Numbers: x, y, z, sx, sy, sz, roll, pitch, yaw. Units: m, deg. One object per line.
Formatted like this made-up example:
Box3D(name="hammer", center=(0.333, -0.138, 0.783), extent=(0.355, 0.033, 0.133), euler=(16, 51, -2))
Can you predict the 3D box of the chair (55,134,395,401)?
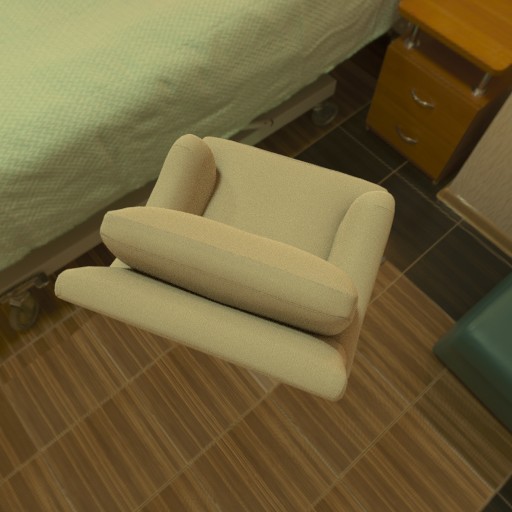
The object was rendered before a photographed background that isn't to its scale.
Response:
Box3D(name="chair", center=(0.000, 0.000, 1.846), extent=(0.955, 1.038, 1.070), euler=(19, 65, 9))
